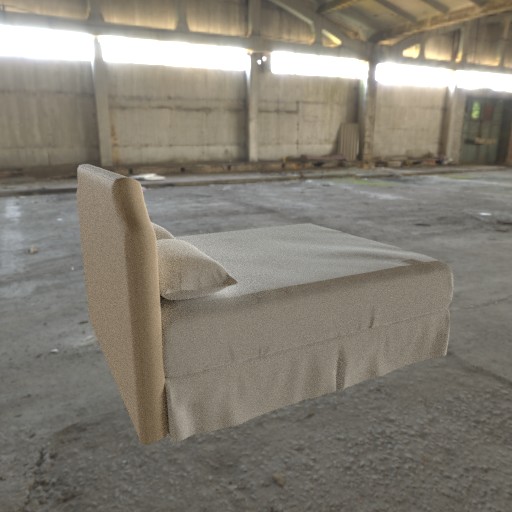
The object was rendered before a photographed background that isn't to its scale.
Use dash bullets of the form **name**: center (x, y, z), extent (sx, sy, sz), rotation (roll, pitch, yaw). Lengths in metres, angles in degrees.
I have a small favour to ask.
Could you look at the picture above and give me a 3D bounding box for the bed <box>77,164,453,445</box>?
- **bed**: center (0.000, 0.000, 3.772), extent (2.548, 1.524, 2.134), rotation (-8, 17, -27)
